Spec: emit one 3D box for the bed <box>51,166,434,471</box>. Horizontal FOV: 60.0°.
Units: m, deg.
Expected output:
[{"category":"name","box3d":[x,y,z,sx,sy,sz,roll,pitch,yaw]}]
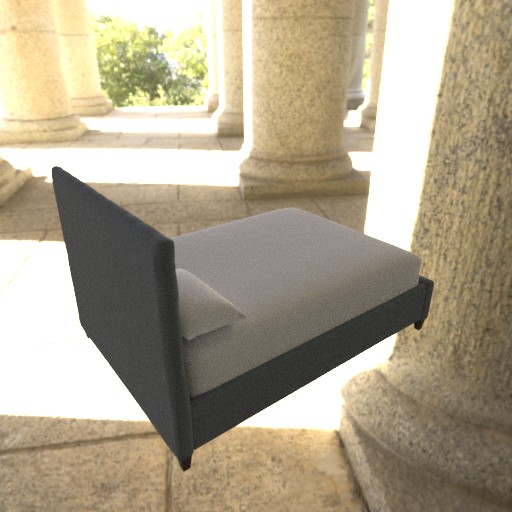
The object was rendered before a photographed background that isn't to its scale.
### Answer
[{"category":"bed","box3d":[0.000,0.000,3.396,2.335,1.411,1.698,-18,31,-34]}]
